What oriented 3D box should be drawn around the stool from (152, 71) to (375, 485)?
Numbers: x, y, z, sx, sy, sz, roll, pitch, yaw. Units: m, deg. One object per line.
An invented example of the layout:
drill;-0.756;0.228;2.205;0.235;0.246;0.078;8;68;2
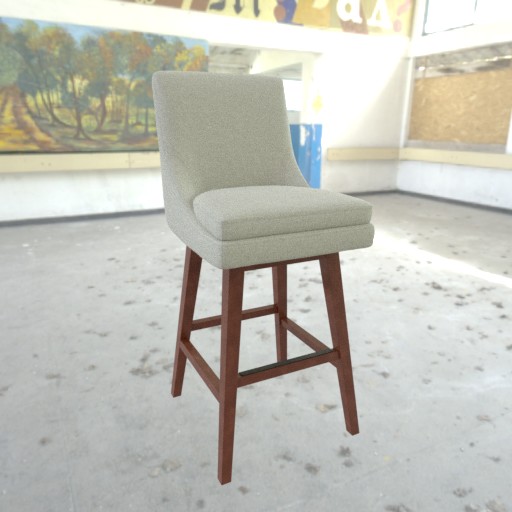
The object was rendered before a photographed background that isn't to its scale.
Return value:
stool;0.000;0.000;1.362;0.470;1.092;0.559;-8;18;-26
